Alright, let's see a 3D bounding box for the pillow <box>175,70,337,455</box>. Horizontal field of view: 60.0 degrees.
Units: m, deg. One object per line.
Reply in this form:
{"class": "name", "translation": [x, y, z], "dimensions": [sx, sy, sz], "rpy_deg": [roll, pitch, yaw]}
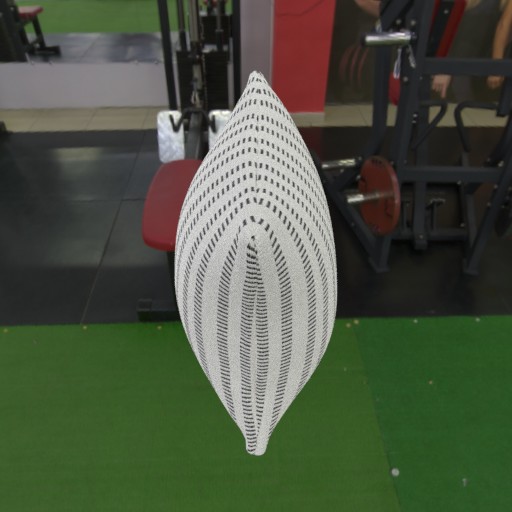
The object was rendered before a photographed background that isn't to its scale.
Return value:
{"class": "pillow", "translation": [0.000, 0.000, 0.684], "dimensions": [0.247, 0.419, 0.438], "rpy_deg": [0, 41, 0]}
